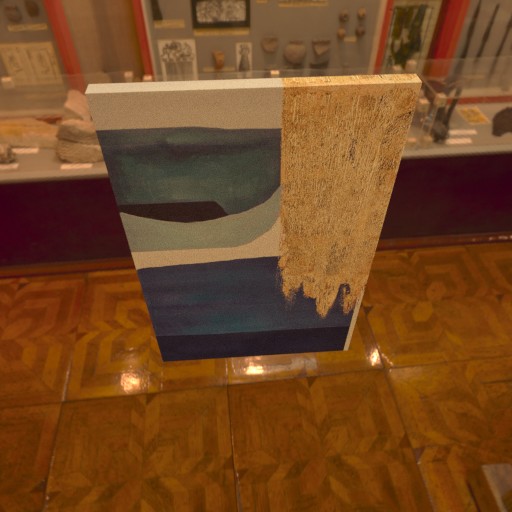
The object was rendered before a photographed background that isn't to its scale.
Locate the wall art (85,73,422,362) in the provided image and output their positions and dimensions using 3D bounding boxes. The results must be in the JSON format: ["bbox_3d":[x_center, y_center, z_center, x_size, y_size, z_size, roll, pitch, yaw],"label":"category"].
[{"bbox_3d":[0.000,0.000,1.137,0.607,0.911,0.039,-3,46,-3],"label":"wall art"}]
